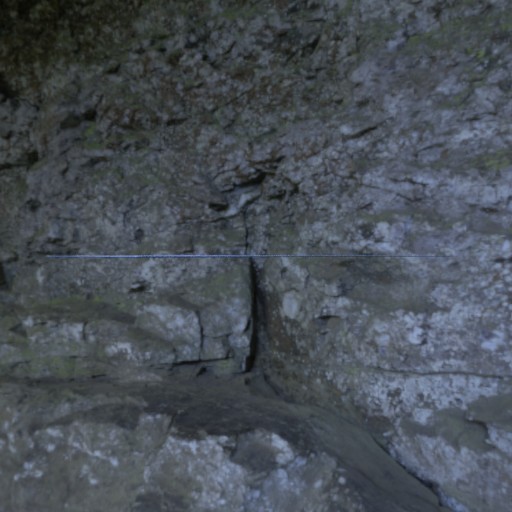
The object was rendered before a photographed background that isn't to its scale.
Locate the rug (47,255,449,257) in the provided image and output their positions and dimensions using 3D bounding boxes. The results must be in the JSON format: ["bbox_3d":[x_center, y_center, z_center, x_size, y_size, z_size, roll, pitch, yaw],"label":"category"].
[{"bbox_3d":[0.000,0.000,2.256,1.740,0.010,1.135,0,0,-38],"label":"rug"}]
